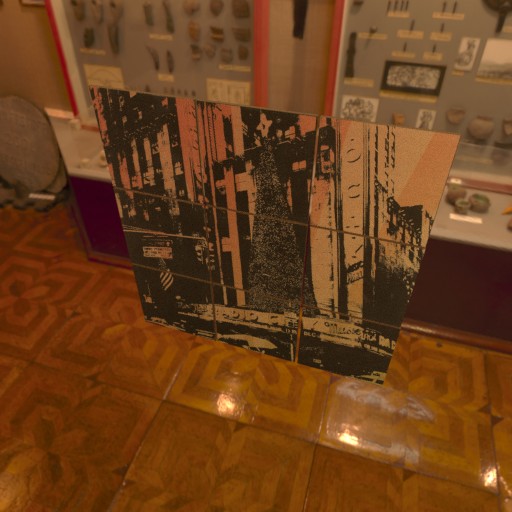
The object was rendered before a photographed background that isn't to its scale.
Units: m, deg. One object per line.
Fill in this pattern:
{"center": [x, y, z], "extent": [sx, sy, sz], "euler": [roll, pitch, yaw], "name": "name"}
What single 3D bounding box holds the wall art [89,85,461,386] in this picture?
{"center": [0.000, 0.000, 1.777], "extent": [1.216, 1.216, 0.013], "euler": [12, 42, 14], "name": "wall art"}
